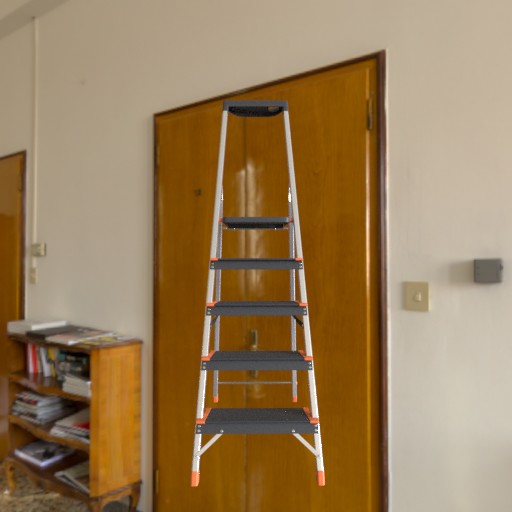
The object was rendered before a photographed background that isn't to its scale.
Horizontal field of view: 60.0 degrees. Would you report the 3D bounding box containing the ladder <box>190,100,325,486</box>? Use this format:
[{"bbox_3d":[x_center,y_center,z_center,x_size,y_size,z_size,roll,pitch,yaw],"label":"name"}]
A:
[{"bbox_3d":[0.000,0.000,2.078,0.480,1.646,0.995,0,-1,-1],"label":"ladder"}]
